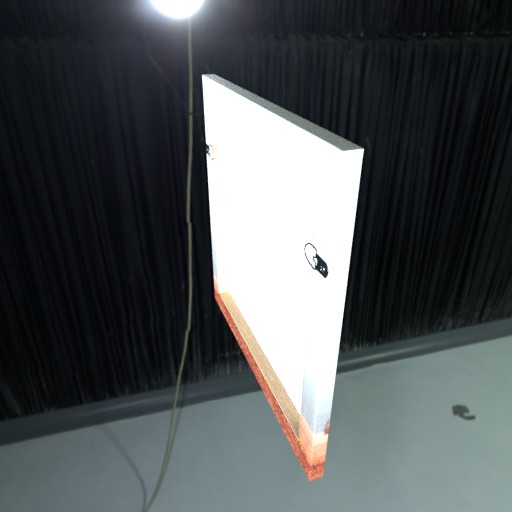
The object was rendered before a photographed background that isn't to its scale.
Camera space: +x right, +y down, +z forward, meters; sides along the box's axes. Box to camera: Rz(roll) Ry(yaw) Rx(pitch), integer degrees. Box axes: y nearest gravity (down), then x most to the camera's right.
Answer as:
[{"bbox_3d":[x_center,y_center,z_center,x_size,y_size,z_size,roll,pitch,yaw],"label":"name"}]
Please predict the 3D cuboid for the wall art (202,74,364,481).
[{"bbox_3d":[0.000,0.000,1.122,0.042,0.760,0.760,-11,32,-18],"label":"wall art"}]
